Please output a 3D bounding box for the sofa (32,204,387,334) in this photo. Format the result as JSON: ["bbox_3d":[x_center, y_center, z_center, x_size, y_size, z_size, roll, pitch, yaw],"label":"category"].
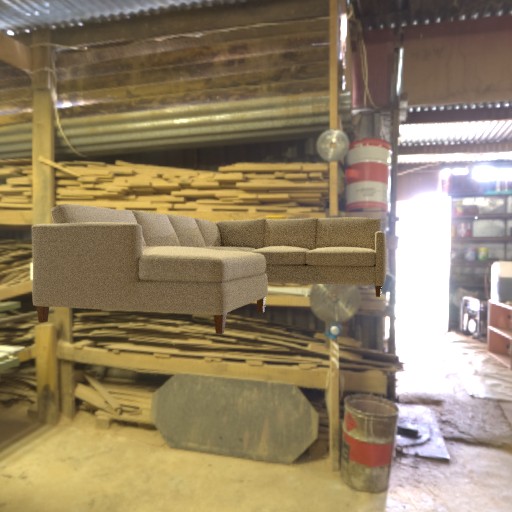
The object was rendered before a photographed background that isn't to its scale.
[{"bbox_3d":[0.000,0.000,4.637,2.594,0.961,3.460,0,2,17],"label":"sofa"}]
